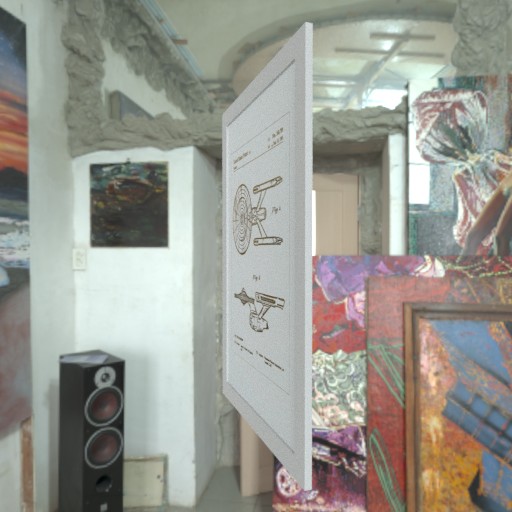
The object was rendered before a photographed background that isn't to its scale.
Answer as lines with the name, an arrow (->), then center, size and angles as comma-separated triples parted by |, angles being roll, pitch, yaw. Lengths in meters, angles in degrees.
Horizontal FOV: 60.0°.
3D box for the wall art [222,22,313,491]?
wall art -> 0.000, 0.000, 0.838 | 0.011, 0.659, 0.454 | 0, 1, -19
